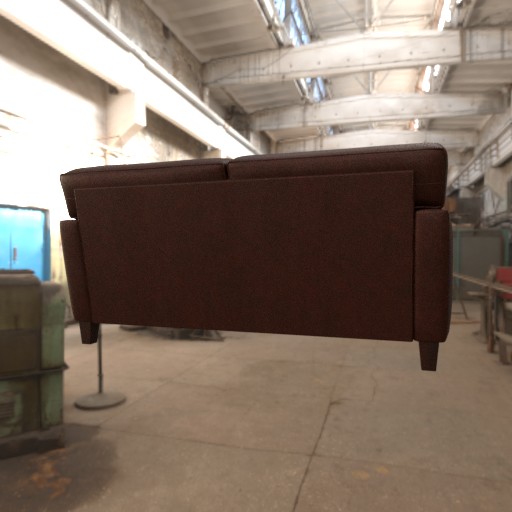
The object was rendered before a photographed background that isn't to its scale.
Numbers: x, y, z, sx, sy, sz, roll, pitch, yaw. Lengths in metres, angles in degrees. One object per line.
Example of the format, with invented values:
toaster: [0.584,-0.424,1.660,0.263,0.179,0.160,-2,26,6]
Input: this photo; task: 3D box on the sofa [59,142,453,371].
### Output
sofa: [0.000,0.000,2.341,1.876,0.928,0.912,0,0,18]
